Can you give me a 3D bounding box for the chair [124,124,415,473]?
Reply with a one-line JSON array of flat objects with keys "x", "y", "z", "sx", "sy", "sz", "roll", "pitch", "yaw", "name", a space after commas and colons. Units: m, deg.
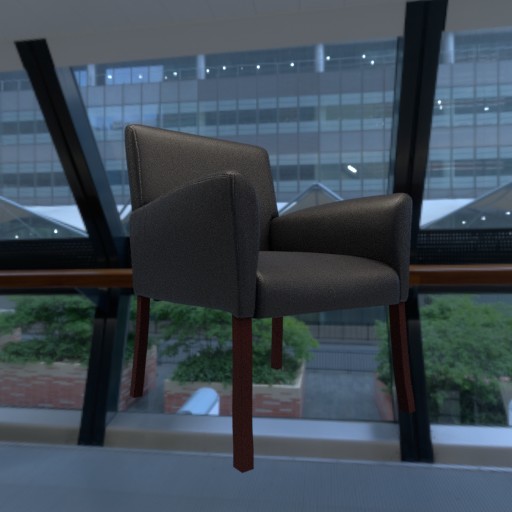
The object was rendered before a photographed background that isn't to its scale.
[{"x": 0.000, "y": 0.000, "z": 1.476, "sx": 0.683, "sy": 0.951, "sz": 0.772, "roll": 0, "pitch": 0, "yaw": -37, "name": "chair"}]
